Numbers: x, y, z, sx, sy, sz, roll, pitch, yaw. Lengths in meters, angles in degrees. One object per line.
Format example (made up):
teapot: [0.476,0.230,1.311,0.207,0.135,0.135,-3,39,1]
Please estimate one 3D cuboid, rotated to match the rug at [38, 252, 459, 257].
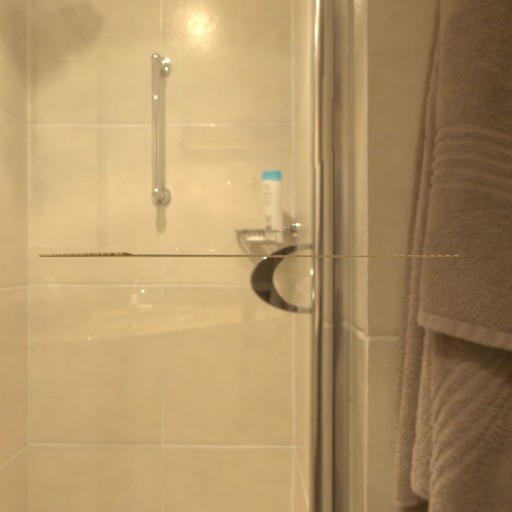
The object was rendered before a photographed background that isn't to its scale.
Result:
rug: [0.000,0.000,2.999,2.435,0.018,1.540,0,0,-37]
